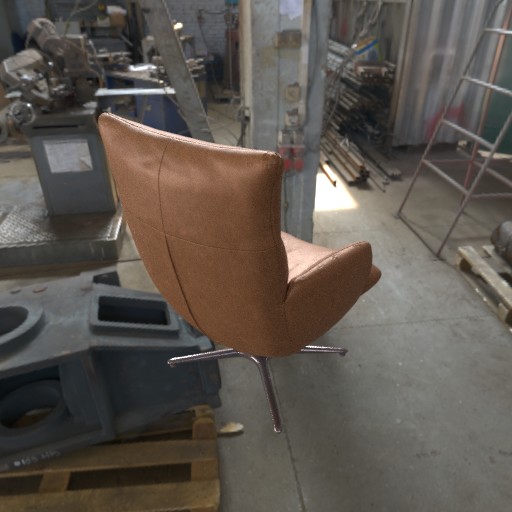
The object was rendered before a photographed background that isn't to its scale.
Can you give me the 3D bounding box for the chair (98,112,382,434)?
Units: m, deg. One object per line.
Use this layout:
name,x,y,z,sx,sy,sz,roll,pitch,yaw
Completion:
chair,0.000,0.000,1.564,0.711,1.027,0.794,22,37,31
